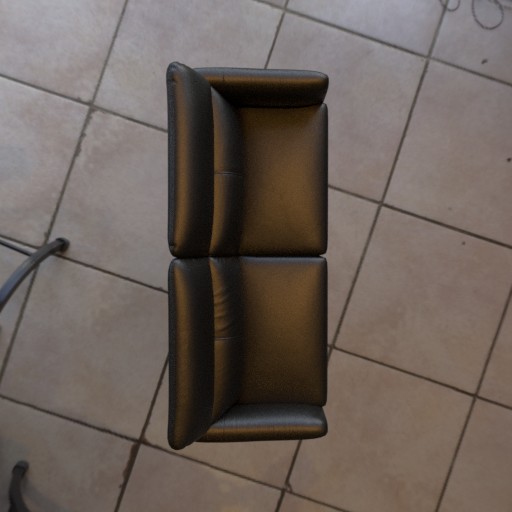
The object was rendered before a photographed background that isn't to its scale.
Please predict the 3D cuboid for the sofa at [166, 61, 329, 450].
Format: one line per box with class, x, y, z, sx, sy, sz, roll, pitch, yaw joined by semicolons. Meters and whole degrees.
sofa;0.000;0.000;2.547;0.856;0.957;2.069;0;91;0
